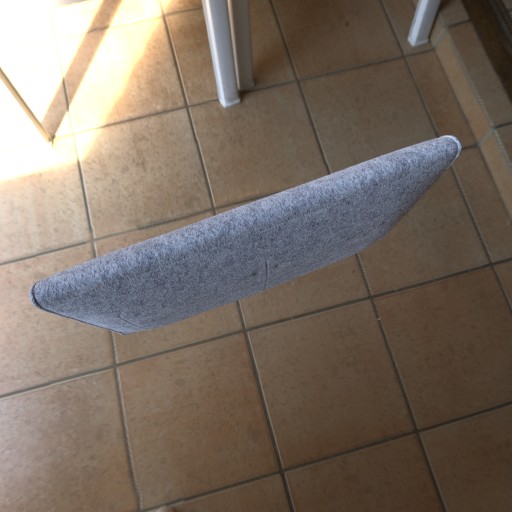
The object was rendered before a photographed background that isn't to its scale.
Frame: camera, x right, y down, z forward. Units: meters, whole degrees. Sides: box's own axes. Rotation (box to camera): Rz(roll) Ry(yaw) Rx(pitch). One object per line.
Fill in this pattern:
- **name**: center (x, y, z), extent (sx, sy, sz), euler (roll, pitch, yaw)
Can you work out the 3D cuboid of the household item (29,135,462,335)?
- **household item**: center (0.000, 0.000, 0.428), extent (0.335, 0.221, 0.057), euler (-20, 76, -5)
